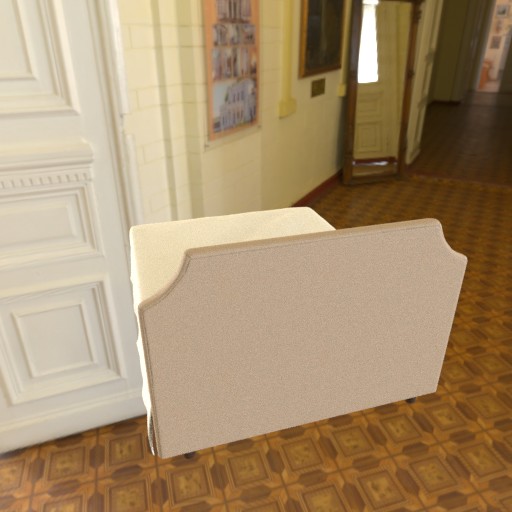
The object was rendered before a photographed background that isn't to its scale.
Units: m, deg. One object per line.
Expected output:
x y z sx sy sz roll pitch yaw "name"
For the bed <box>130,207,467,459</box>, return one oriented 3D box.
0.000 0.000 4.134 2.350 1.590 2.773 -8 28 -15 "bed"
